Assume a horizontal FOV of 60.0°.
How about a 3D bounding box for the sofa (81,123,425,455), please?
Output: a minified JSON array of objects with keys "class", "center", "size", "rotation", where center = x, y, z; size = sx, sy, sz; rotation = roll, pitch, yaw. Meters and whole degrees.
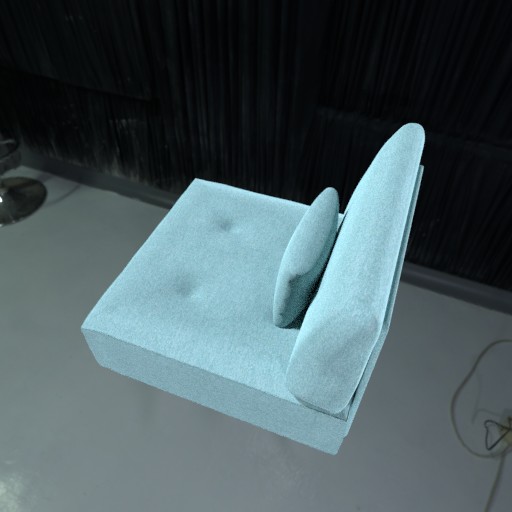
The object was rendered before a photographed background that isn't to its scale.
[{"class":"sofa","center":[0.000,0.000,1.681],"size":[1.000,0.820,0.930],"rotation":[16,49,14]}]
